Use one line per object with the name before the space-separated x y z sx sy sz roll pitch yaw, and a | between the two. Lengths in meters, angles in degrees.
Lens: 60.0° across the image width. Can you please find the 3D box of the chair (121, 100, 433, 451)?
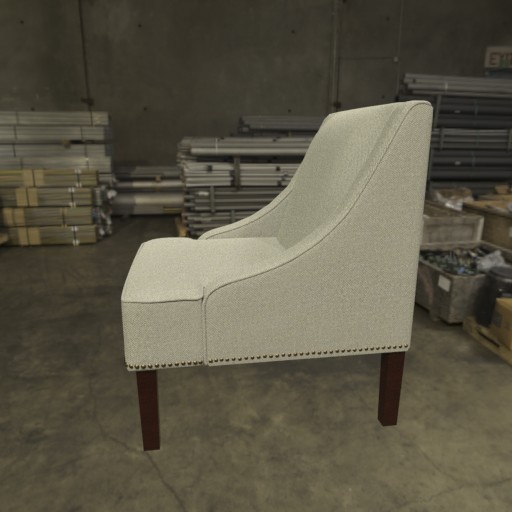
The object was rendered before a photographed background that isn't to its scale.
chair | 0.000 0.000 1.363 0.748 0.872 0.628 -2 15 -9
